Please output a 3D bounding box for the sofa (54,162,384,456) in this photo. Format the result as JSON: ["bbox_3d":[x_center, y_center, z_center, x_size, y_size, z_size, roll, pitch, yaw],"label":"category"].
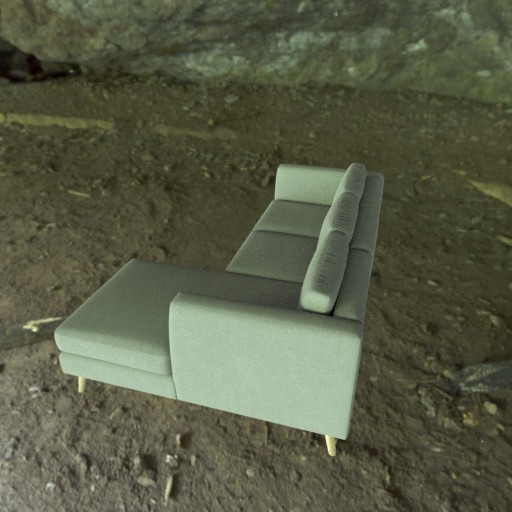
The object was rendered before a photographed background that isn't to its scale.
[{"bbox_3d":[0.000,0.000,3.092,1.580,0.860,2.300,8,31,14],"label":"sofa"}]
